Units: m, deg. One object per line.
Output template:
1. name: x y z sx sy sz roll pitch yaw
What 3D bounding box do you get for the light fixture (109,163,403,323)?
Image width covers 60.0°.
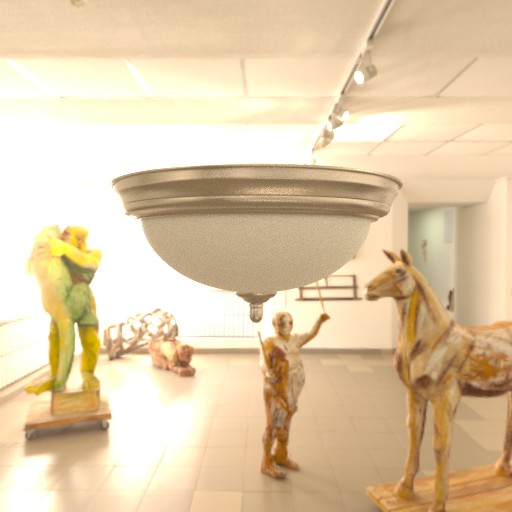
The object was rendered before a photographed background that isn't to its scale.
1. light fixture: 0.000 0.000 0.446 0.280 0.135 0.280 0 1 0
